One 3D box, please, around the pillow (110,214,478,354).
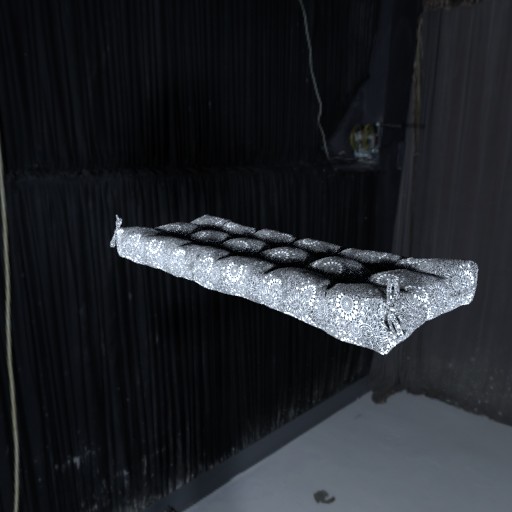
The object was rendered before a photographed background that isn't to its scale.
[{"bbox_3d":[0.000,0.000,1.363,0.511,0.174,1.194,-13,19,-42],"label":"pillow"}]
